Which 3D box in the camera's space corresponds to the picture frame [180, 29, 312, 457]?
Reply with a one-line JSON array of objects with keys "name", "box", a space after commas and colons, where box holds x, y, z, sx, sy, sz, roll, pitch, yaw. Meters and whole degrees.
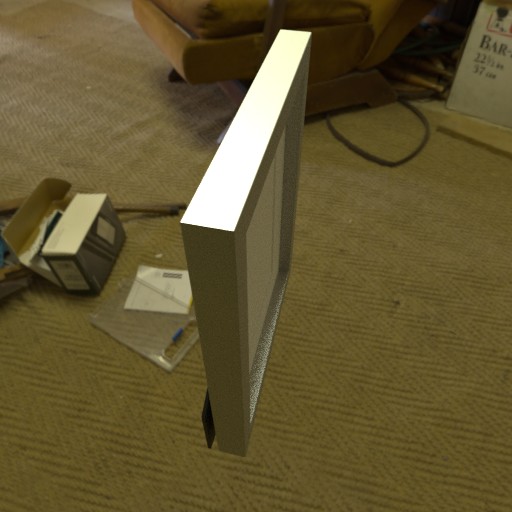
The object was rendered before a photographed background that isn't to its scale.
[{"name": "picture frame", "box": [0.000, 0.000, 0.377, 0.036, 0.282, 0.233, 10, 48, 9]}]
